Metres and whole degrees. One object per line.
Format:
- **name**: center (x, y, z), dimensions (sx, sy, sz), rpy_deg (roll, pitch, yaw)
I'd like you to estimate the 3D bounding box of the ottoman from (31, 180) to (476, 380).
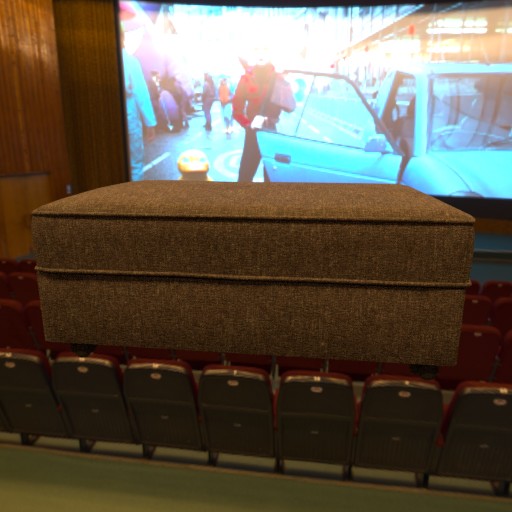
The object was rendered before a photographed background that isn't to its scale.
- **ottoman**: center (0.000, 0.000, 1.506), dimensions (1.184, 0.487, 0.717), rpy_deg (2, 15, 7)
